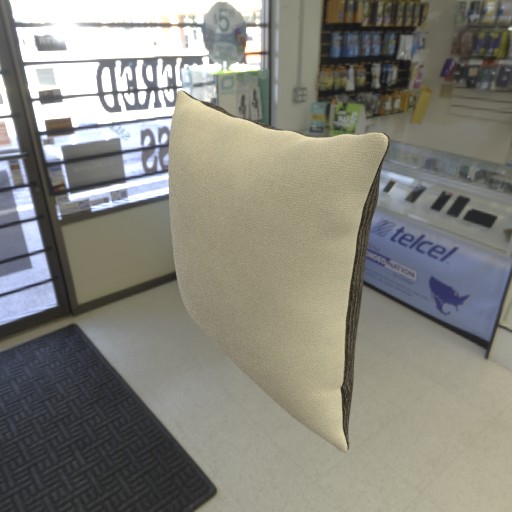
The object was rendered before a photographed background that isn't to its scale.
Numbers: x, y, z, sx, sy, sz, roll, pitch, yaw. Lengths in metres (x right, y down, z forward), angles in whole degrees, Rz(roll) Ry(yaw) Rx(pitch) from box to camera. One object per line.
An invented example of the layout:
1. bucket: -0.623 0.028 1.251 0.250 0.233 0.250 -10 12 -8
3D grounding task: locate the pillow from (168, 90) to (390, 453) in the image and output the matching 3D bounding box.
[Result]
1. pillow: 0.000 0.000 0.666 0.196 0.434 0.433 -18 32 -31
